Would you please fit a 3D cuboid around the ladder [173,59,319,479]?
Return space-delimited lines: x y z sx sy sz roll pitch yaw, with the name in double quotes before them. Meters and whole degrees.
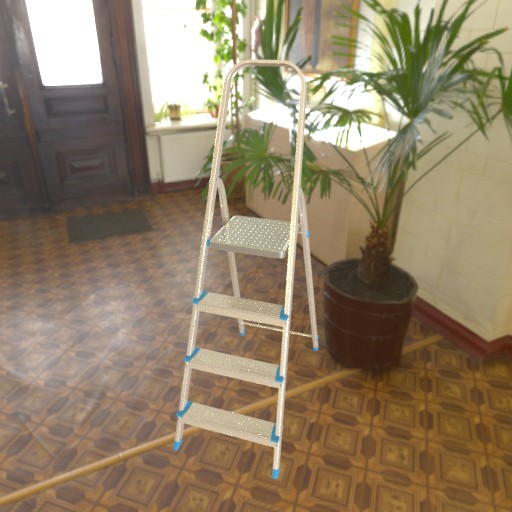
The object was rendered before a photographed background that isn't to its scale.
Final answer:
"ladder" 0.000 0.000 1.783 0.445 1.434 0.842 8 28 16
